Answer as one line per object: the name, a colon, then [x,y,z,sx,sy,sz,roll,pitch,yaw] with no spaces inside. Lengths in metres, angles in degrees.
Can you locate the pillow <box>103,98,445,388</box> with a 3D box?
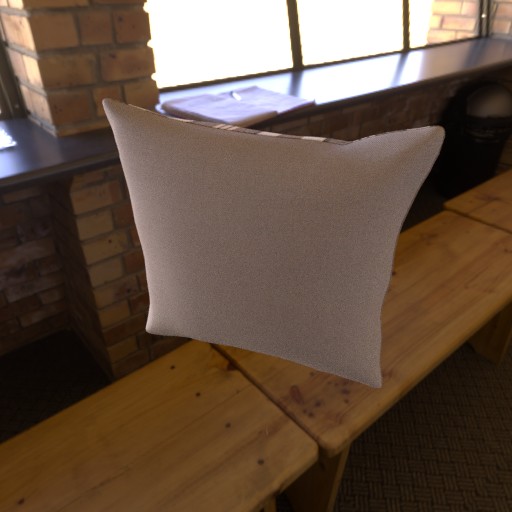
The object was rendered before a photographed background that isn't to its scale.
pillow: [0.000,0.000,0.622,0.416,0.401,0.173,10,34,15]
